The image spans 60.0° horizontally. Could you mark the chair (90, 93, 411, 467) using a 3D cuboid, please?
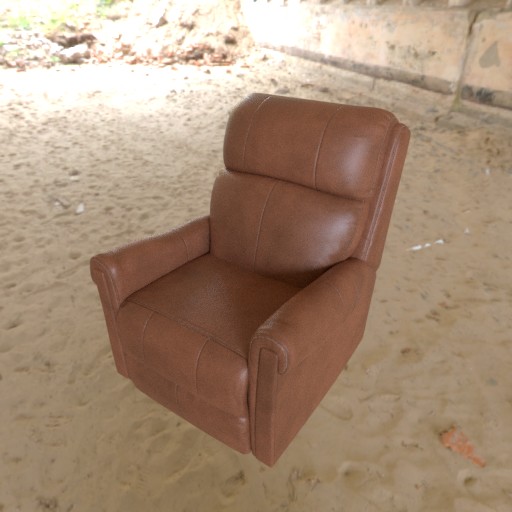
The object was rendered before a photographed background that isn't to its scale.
[{"bbox_3d":[0.000,0.000,1.720,0.838,1.054,1.014,19,36,29],"label":"chair"}]
